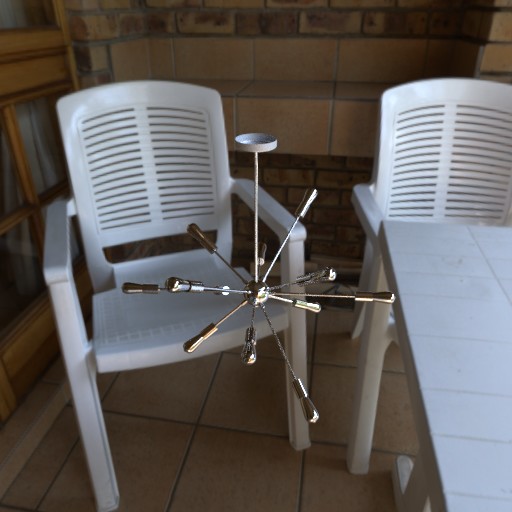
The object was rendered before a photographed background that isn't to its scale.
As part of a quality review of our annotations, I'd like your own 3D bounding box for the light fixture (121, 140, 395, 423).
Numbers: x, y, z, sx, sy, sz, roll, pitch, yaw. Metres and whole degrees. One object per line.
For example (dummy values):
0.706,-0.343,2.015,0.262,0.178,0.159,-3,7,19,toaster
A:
0.000,0.000,1.055,0.684,0.558,0.509,2,30,3,light fixture
